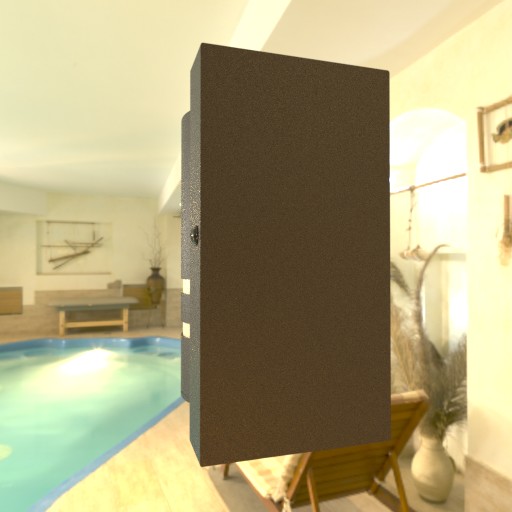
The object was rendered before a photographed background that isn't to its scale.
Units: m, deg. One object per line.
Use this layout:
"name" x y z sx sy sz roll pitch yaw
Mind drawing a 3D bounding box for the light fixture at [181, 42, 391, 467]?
"light fixture" 0.000 0.000 0.266 0.098 0.179 0.138 0 -1 -18
